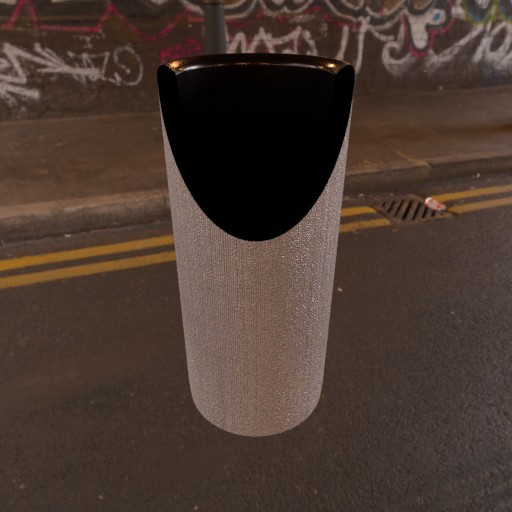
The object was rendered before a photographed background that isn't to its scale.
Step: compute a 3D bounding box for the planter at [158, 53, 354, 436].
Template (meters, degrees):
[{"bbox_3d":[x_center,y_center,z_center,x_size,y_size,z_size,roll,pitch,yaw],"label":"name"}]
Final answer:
[{"bbox_3d":[0.000,0.000,0.128,0.045,0.103,0.045,10,32,17],"label":"planter"}]
